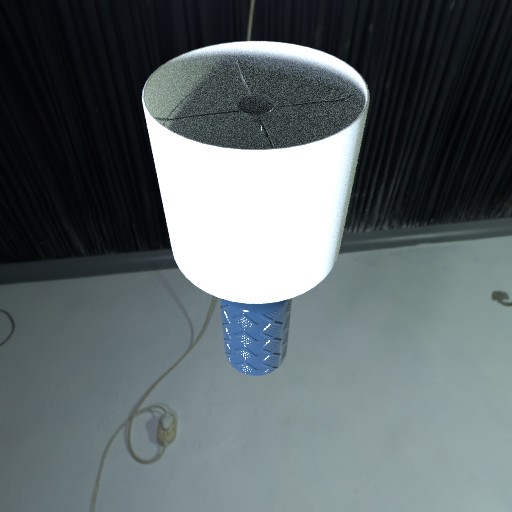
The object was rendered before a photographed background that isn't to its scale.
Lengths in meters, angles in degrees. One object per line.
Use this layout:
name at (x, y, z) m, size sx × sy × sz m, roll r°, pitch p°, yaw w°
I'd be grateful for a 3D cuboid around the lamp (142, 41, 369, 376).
lamp at (0.000, 0.000, 0.577) m, size 0.207 × 0.461 × 0.207 m, roll -9°, pitch 48°, yaw -8°
